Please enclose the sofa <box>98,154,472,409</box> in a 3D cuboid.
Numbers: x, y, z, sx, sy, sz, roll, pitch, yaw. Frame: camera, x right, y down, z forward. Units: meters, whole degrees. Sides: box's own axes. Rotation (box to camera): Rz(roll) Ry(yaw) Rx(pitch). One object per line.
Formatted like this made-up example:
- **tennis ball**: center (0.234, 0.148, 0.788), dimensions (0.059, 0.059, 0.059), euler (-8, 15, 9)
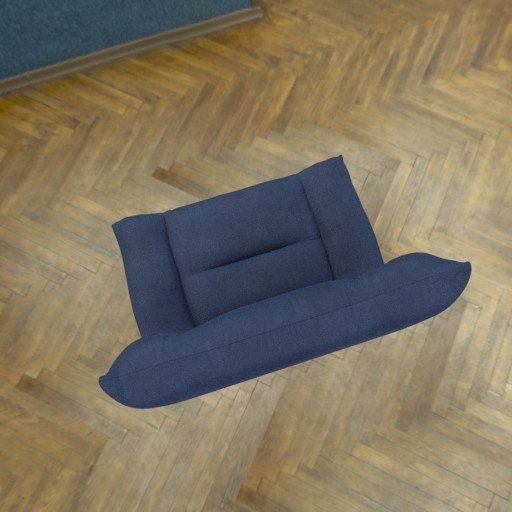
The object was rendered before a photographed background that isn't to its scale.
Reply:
- **sofa**: center (0.000, 0.000, 1.681), dimensions (1.122, 0.778, 0.849), euler (-17, 76, -4)
